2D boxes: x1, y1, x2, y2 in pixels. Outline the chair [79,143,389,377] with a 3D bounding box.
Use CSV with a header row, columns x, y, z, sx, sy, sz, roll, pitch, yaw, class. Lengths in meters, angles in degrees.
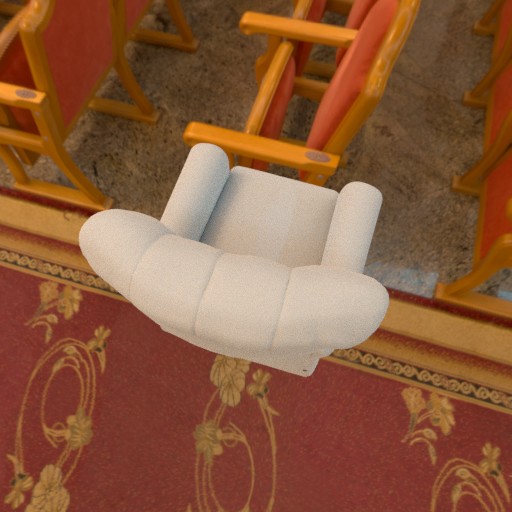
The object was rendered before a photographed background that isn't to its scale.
x,y,z,sx,sy,sz,roll,pitch,yaw,class
0.000,0.000,2.104,1.090,1.217,1.128,16,65,8,chair
